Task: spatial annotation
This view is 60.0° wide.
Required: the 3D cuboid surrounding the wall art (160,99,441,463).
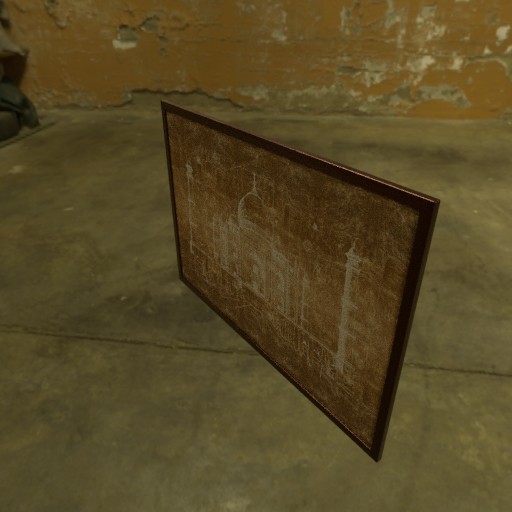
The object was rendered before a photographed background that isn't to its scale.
[{"bbox_3d":[0.000,0.000,1.018,0.014,0.559,0.816,-21,36,-31],"label":"wall art"}]
